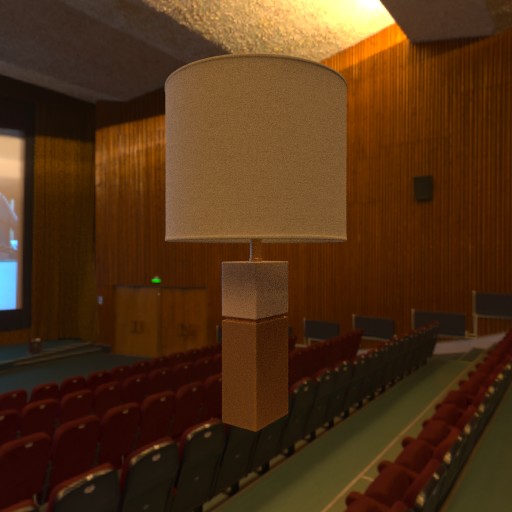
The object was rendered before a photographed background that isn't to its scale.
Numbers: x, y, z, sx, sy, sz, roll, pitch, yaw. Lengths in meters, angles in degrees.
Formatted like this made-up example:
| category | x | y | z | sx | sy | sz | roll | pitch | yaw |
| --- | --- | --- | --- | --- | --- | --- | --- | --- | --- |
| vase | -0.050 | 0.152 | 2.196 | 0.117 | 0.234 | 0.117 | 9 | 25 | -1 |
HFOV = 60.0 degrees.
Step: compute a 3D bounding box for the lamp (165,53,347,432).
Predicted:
| category | x | y | z | sx | sy | sz | roll | pitch | yaw |
| --- | --- | --- | --- | --- | --- | --- | --- | --- | --- |
| lamp | 0.000 | 0.000 | 0.569 | 0.229 | 0.417 | 0.229 | 0 | 1 | 35 |
